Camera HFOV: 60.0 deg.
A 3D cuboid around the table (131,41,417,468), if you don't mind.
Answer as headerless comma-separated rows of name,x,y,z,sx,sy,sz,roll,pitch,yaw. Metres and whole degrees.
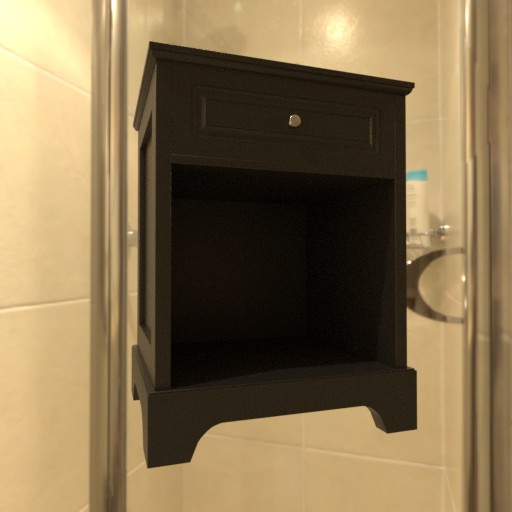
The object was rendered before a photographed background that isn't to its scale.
table,0.000,0.000,0.893,0.460,0.610,0.399,0,-1,-19
